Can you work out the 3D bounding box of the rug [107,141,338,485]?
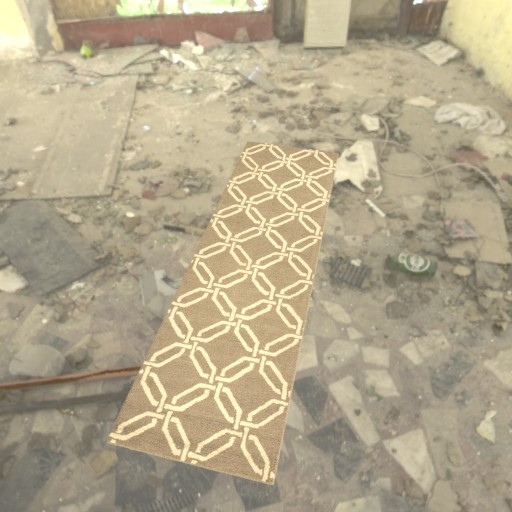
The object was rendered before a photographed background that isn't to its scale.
[{"bbox_3d":[0.000,0.000,2.469,0.678,0.014,2.276,10,47,9],"label":"rug"}]
